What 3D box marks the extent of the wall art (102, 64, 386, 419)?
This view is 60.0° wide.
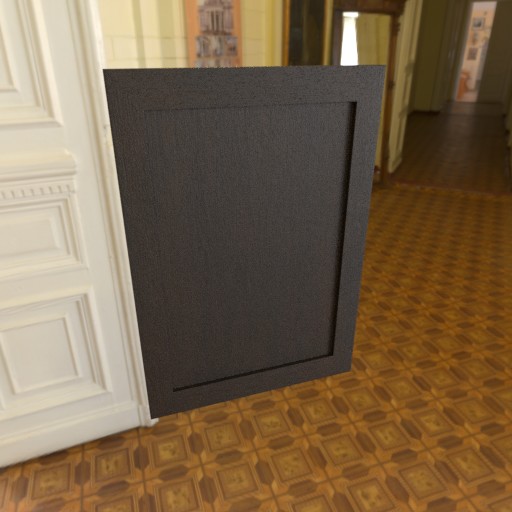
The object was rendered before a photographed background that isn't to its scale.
[{"bbox_3d":[0.000,0.000,0.653,0.359,0.513,0.017,-8,27,-17],"label":"wall art"}]
